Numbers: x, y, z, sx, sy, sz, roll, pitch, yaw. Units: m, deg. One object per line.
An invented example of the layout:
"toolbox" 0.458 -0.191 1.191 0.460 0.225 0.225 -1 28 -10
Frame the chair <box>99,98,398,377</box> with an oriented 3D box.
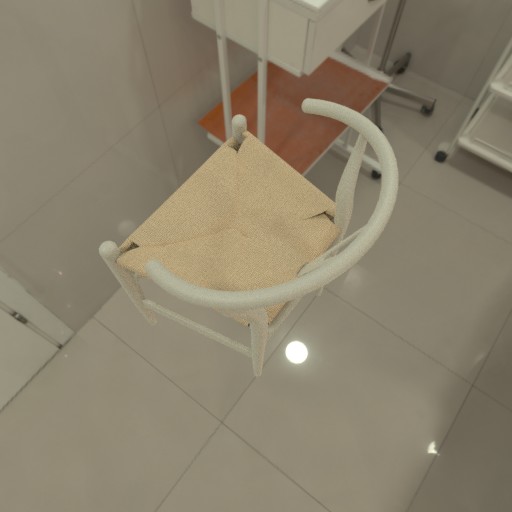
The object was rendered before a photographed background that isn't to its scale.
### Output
"chair" 0.000 0.000 1.111 0.500 0.736 0.533 34 68 16
